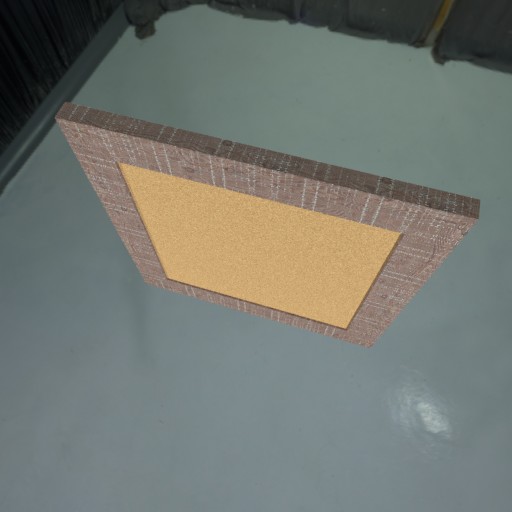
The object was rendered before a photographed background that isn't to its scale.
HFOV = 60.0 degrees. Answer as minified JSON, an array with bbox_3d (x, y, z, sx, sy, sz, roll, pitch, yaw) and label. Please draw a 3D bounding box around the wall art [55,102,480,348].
[{"bbox_3d":[0.000,0.000,0.775,0.531,0.531,0.029,15,64,8],"label":"wall art"}]
